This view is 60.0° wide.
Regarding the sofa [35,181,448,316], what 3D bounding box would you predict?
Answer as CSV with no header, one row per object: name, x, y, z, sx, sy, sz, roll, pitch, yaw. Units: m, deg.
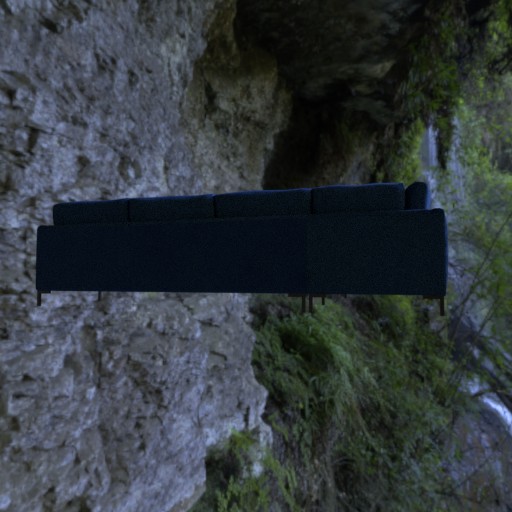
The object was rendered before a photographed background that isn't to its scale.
sofa,0.000,0.000,3.892,2.949,0.815,2.007,-1,-3,17
